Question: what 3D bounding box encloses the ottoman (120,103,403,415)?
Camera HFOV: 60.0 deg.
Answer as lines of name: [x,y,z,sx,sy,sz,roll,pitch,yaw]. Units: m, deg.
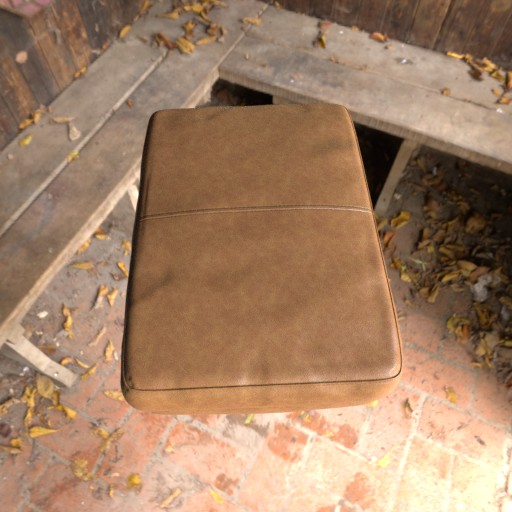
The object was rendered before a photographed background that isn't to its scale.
ottoman: [0.000,0.000,1.257,0.630,0.461,0.869,-2,59,-1]
